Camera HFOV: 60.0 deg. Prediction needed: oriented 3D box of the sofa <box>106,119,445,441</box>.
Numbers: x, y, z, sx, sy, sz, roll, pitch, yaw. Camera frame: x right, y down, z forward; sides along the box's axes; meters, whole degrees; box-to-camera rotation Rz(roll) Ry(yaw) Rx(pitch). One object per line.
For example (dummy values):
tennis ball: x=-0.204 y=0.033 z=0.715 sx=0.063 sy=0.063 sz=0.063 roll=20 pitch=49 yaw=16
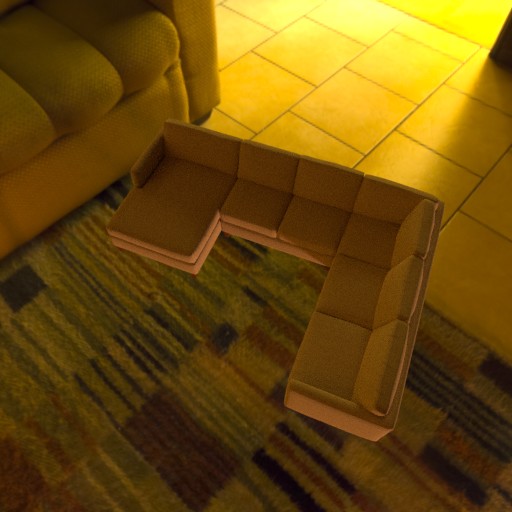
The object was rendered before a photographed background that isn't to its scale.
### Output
sofa: x=0.000 y=0.000 z=4.756 sx=3.460 sy=0.961 sz=2.594 roll=19 pitch=60 yaw=11
